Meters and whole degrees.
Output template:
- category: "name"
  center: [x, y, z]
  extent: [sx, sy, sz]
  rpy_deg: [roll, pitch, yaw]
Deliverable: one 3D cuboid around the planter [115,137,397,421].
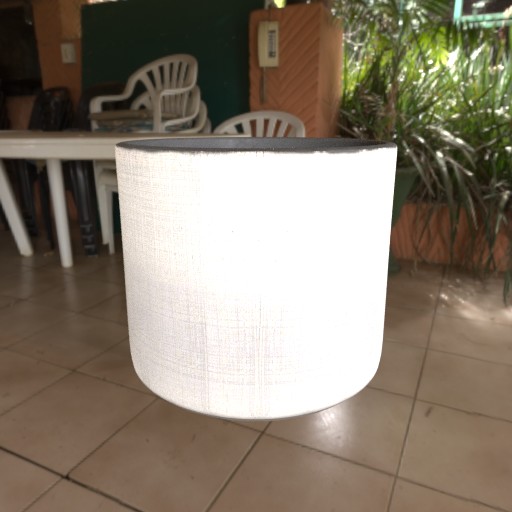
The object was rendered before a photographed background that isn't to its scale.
- category: "planter"
  center: [0.000, 0.000, 0.440]
  extent: [0.254, 0.221, 0.254]
  rpy_deg: [0, 17, 0]
